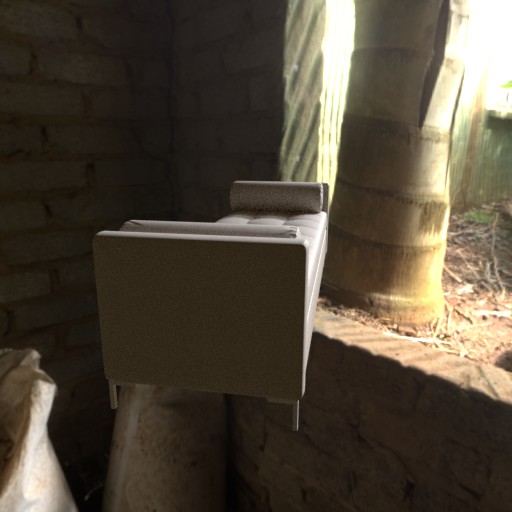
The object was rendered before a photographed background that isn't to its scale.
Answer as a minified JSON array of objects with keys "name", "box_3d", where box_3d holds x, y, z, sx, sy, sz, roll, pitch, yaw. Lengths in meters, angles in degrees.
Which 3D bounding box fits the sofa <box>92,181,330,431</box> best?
[{"name":"sofa","box_3d":[0.000,0.000,2.344,0.686,0.635,1.981,3,15,11]}]
